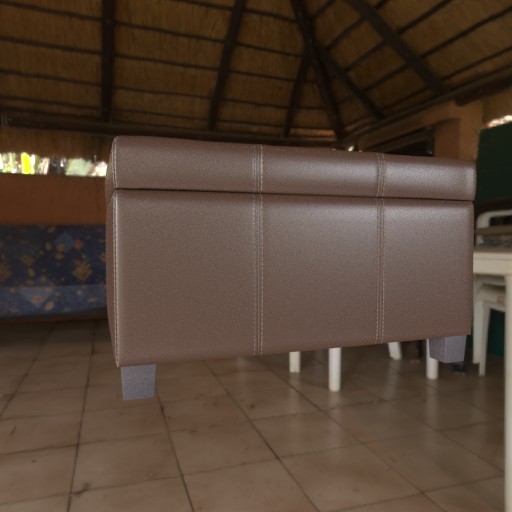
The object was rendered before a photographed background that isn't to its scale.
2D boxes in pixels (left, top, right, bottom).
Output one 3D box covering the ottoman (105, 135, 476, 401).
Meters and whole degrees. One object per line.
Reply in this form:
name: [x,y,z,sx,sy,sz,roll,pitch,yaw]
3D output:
ottoman: [0.000,0.000,1.229,0.788,0.460,0.787,-1,3,-19]
